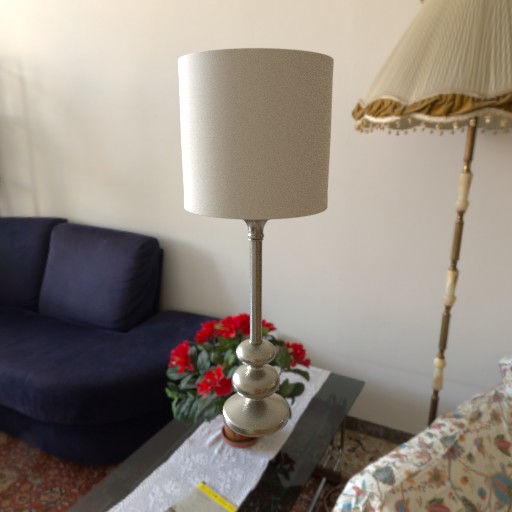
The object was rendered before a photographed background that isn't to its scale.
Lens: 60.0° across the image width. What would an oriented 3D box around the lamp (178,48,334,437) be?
[{"bbox_3d":[0.000,0.000,0.822,0.254,0.690,0.254,-2,16,-8],"label":"lamp"}]
